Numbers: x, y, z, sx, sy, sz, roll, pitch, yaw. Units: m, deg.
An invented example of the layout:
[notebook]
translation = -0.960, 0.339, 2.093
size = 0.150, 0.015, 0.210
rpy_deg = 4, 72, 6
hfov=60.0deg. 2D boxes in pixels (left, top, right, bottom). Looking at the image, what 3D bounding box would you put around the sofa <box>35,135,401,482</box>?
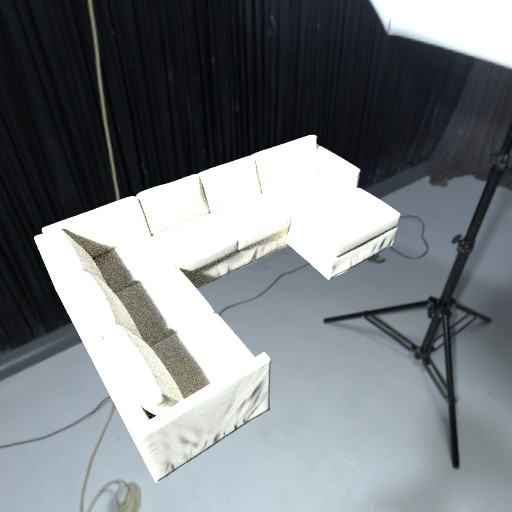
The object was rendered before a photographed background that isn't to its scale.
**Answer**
[sofa]
translation = 0.000, 0.000, 4.370
size = 3.460, 0.882, 2.427
rpy_deg = -25, 47, -26
